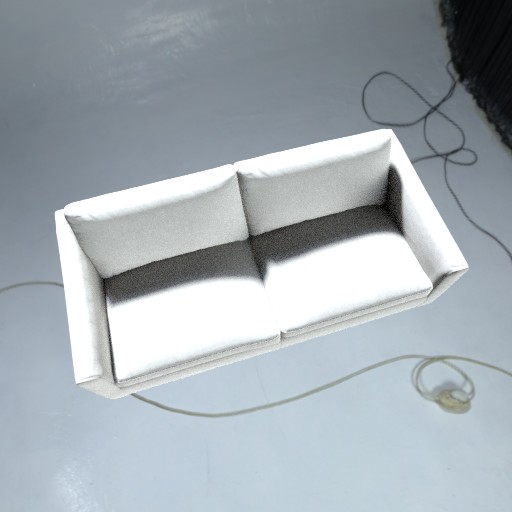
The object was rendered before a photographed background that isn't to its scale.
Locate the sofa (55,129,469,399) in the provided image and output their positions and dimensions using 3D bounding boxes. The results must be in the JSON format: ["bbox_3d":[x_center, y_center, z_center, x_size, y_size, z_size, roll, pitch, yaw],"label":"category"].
[{"bbox_3d":[0.000,0.000,2.802,2.588,0.838,1.090,-15,65,-7],"label":"sofa"}]
